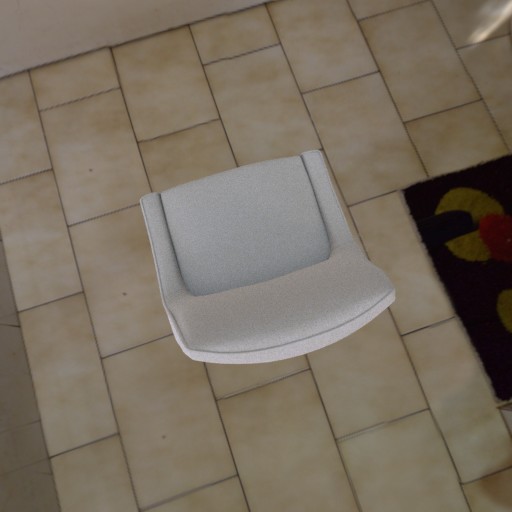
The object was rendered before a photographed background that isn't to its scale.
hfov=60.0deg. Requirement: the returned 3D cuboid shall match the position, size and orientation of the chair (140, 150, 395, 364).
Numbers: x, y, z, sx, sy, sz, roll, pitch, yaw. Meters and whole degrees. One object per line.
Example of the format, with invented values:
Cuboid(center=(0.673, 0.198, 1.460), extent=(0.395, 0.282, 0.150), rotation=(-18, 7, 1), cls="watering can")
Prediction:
Cuboid(center=(0.000, 0.000, 1.174), extent=(0.529, 0.861, 0.544), rotation=(-16, 77, -4), cls="chair")
